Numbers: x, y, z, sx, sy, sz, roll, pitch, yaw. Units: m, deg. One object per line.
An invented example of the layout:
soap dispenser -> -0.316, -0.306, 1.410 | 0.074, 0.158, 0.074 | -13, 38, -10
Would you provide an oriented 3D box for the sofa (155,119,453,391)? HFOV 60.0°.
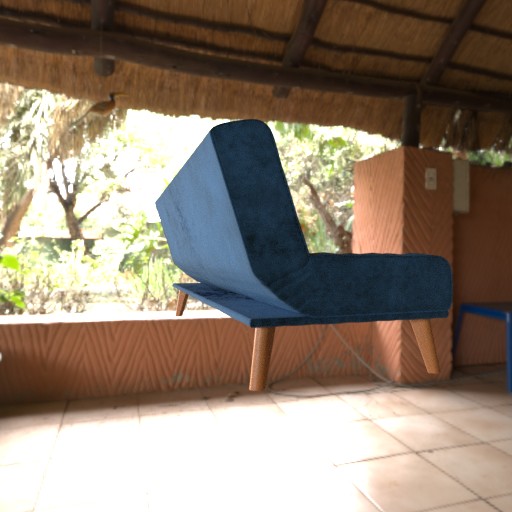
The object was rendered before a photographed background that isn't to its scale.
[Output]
sofa -> 0.000, 0.000, 2.254 | 0.855, 0.813, 1.804 | 0, 0, -18
